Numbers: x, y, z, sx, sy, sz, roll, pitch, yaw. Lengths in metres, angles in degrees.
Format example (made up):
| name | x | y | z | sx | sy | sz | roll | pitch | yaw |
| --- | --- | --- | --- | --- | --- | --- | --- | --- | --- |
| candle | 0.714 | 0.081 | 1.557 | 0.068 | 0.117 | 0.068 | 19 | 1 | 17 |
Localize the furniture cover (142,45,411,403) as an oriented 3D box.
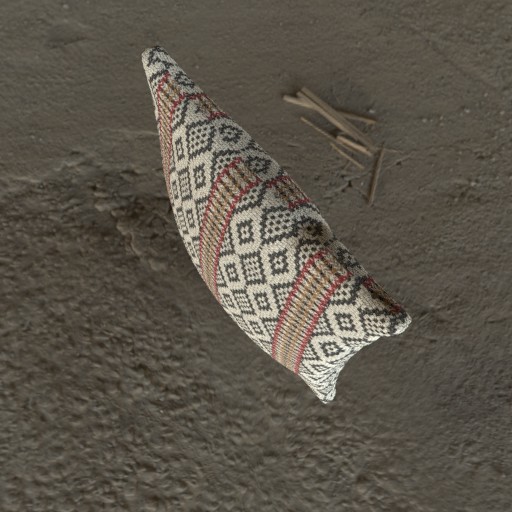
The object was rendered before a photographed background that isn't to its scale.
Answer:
| name | x | y | z | sx | sy | sz | roll | pitch | yaw |
| --- | --- | --- | --- | --- | --- | --- | --- | --- | --- |
| furniture cover | 0.000 | 0.000 | 0.753 | 0.182 | 0.506 | 0.503 | -34 | 68 | -15 |
